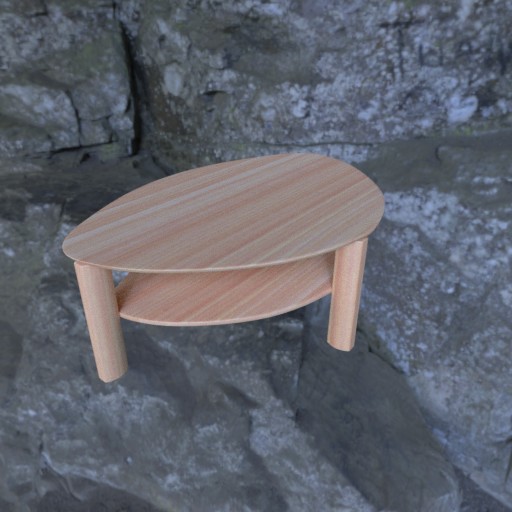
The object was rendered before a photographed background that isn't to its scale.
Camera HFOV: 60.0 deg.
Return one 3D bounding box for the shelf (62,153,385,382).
[{"bbox_3d":[0.000,0.000,1.608,0.845,0.440,1.246,20,34,33],"label":"shelf"}]
